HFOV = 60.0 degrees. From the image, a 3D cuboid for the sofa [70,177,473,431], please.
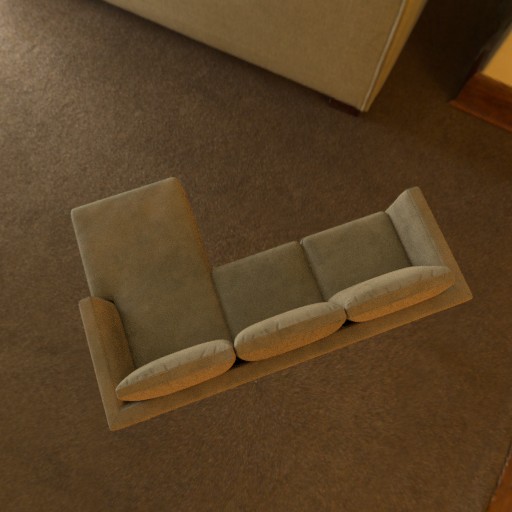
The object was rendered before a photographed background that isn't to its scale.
[{"bbox_3d":[0.000,0.000,3.214,2.438,0.987,1.622,-19,75,-5],"label":"sofa"}]
